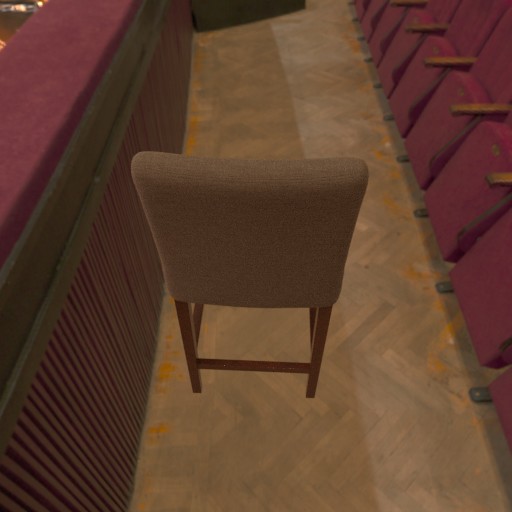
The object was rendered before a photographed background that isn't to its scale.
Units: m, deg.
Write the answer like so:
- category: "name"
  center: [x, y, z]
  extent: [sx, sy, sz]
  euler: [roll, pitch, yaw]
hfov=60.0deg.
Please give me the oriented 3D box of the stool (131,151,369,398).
- category: "stool"
  center: [0.000, 0.000, 1.280]
  extent: [0.470, 0.981, 0.577]
  euler: [2, 46, 2]
